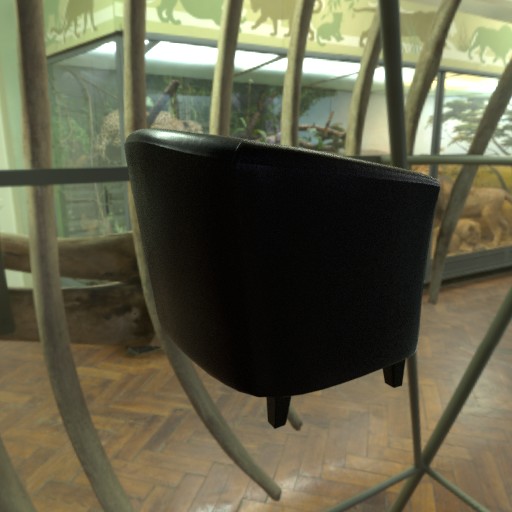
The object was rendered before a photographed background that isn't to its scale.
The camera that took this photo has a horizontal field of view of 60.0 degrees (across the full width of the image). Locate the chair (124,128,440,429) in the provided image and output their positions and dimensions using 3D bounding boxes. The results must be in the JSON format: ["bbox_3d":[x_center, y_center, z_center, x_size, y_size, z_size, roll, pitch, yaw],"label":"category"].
[{"bbox_3d":[0.000,0.000,1.393,0.727,0.756,0.793,-7,15,-28],"label":"chair"}]
